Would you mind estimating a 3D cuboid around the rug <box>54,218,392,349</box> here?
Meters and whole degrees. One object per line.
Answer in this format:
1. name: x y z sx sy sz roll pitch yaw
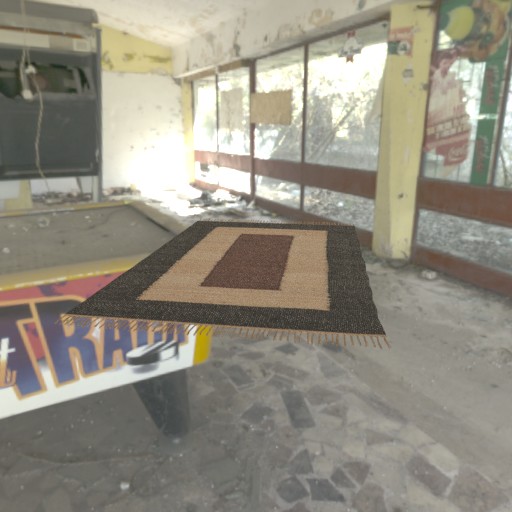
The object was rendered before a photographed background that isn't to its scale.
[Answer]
1. rug: 0.000 0.000 1.890 0.920 0.013 1.541 2 16 9
